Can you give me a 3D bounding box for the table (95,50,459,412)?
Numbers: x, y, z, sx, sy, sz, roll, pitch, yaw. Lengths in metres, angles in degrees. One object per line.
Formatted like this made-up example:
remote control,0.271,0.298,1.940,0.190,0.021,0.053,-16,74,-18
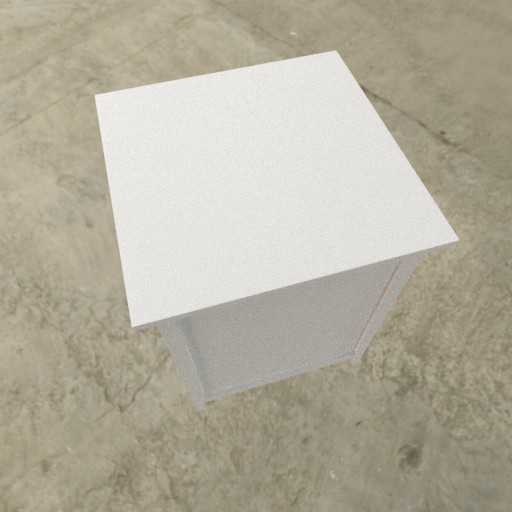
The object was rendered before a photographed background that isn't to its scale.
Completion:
table,0.000,0.000,0.786,0.381,0.483,0.381,-14,59,-9
